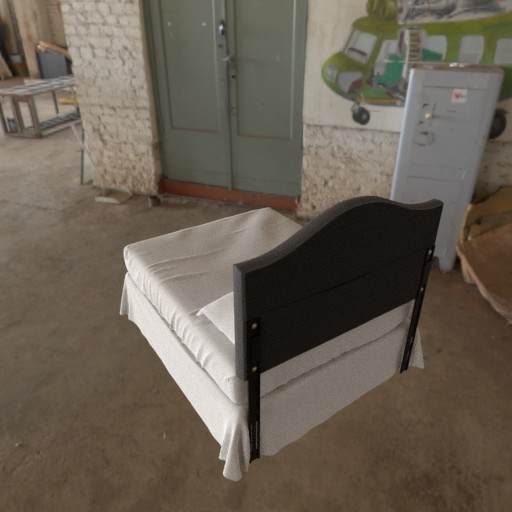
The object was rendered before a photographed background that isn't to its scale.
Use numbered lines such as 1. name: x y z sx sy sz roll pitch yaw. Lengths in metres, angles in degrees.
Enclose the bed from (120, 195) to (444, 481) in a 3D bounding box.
1. bed: 0.000 0.000 3.577 1.876 1.645 2.221 -18 34 -29
